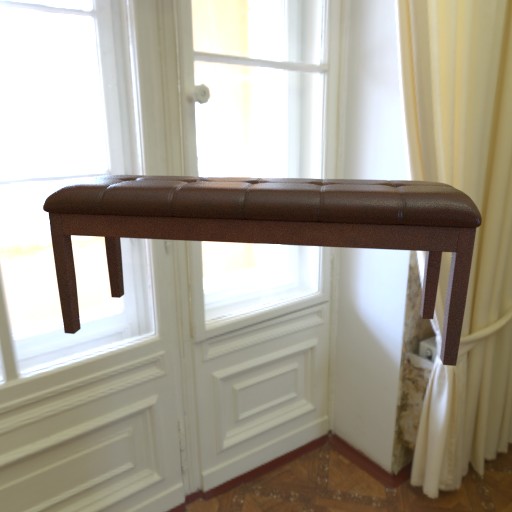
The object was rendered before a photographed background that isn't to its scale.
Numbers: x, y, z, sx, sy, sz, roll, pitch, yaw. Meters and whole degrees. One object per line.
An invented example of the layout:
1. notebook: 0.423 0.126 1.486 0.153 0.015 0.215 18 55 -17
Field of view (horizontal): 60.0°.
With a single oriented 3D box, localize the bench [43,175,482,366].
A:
1. bench: 0.000 0.000 1.473 1.259 0.491 0.401 3 17 9
